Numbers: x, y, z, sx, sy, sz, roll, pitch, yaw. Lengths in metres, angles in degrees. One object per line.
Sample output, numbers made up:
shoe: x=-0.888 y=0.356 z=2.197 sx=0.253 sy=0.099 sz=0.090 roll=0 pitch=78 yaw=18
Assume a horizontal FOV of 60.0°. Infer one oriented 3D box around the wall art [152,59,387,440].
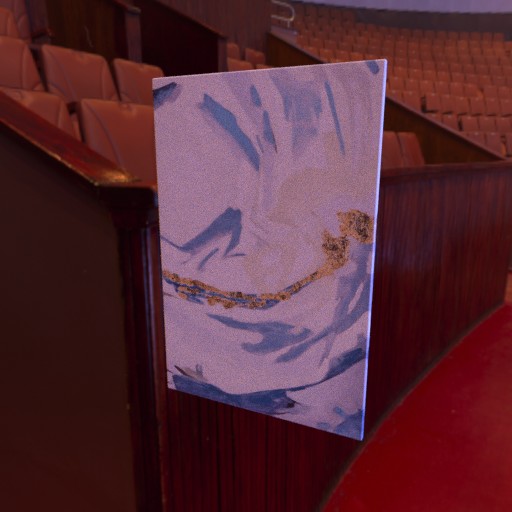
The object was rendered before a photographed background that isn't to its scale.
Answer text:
wall art: x=0.000 y=0.000 z=1.166 sx=0.610 sy=0.914 sz=0.016 roll=6 pitch=15 yaw=25
